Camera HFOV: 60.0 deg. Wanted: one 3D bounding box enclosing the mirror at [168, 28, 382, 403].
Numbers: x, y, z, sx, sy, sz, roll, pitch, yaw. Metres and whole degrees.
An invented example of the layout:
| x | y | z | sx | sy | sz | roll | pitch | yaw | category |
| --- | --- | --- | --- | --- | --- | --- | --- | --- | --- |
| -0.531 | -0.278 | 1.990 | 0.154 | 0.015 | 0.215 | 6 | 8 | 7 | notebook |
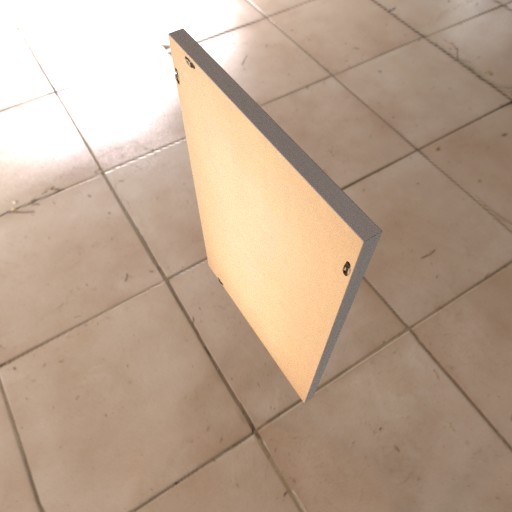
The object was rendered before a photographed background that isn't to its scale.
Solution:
| x | y | z | sx | sy | sz | roll | pitch | yaw | category |
| --- | --- | --- | --- | --- | --- | --- | --- | --- | --- |
| 0.000 | 0.000 | 1.156 | 0.040 | 0.915 | 0.609 | -29 | 62 | -17 | mirror |
